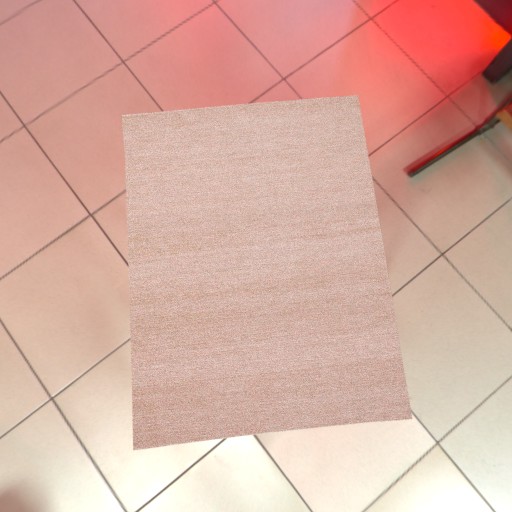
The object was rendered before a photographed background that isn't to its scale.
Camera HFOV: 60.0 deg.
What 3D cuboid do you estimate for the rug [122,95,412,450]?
[{"bbox_3d":[0.000,0.000,4.177,2.434,0.045,3.202,-5,77,-1],"label":"rug"}]
